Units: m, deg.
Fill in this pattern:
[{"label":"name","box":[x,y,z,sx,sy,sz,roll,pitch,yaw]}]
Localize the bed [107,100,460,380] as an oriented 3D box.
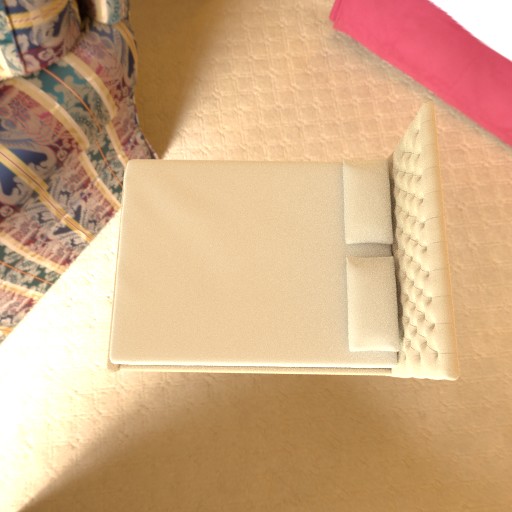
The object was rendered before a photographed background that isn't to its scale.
[{"label":"bed","box":[0.000,0.000,3.244,2.233,1.426,1.696,1,76,0]}]
